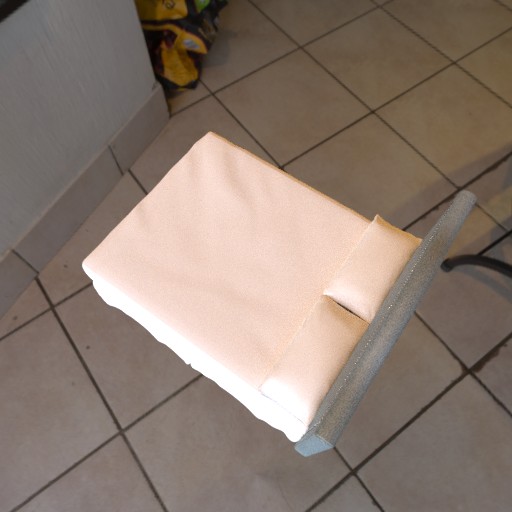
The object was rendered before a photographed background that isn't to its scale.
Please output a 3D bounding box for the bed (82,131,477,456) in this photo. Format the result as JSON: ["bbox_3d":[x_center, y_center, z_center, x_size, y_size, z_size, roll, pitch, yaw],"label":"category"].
[{"bbox_3d":[0.000,0.000,3.238,2.143,1.460,1.753,32,68,15],"label":"bed"}]
